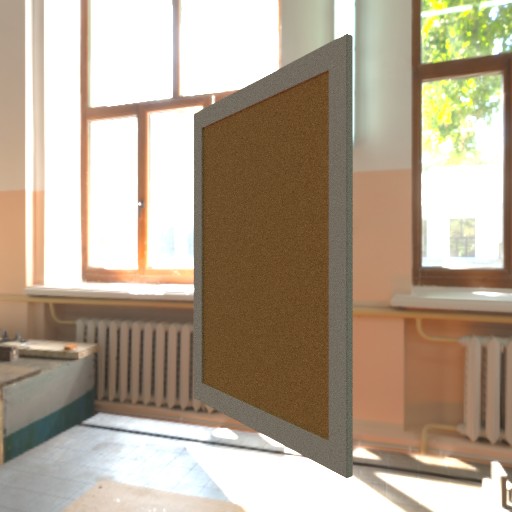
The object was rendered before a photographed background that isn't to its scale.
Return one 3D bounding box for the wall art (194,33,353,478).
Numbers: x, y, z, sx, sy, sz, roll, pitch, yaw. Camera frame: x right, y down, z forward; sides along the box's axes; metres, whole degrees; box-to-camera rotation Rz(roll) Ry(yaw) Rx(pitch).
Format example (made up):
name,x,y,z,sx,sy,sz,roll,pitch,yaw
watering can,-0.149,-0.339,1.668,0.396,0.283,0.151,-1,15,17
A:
name,x,y,z,sx,sy,sz,roll,pitch,yaw
wall art,0.000,0.000,0.678,0.012,0.529,0.374,0,0,-37
